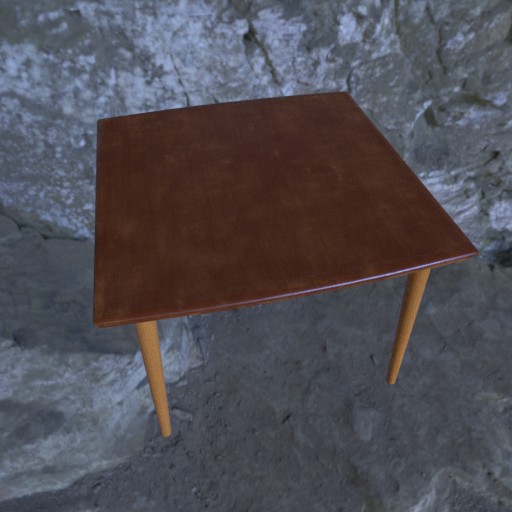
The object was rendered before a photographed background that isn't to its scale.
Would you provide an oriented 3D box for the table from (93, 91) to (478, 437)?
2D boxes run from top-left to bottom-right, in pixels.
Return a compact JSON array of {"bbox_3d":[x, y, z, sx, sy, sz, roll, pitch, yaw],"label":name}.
[{"bbox_3d":[0.000,0.000,1.673,0.991,0.754,0.991,-10,47,-9],"label":"table"}]
